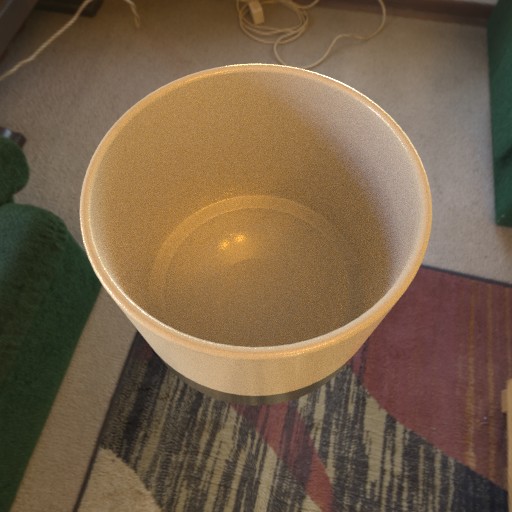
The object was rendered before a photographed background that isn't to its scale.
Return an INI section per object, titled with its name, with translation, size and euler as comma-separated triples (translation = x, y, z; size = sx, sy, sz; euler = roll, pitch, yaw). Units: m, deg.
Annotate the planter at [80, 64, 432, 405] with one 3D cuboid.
[planter]
translation = 0.000, 0.000, 0.323
size = 0.193, 0.177, 0.193
euler = 0, 63, 0
